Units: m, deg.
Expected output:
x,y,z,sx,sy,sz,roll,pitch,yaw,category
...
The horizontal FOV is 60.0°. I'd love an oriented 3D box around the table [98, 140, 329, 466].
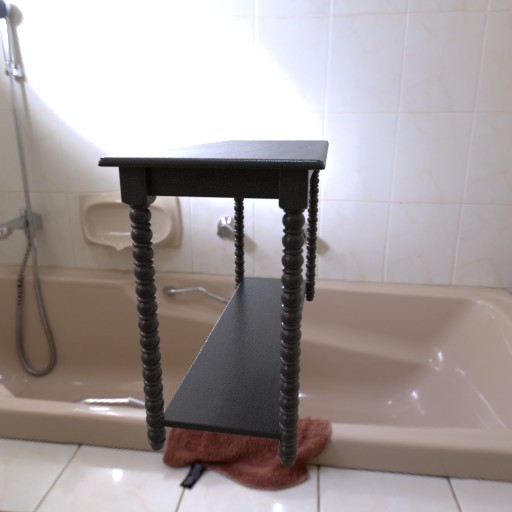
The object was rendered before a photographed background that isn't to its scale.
x,y,z,sx,sy,sz,roll,pitch,yaw,category
0.000,0.000,1.520,0.459,0.735,1.184,3,17,9,table
